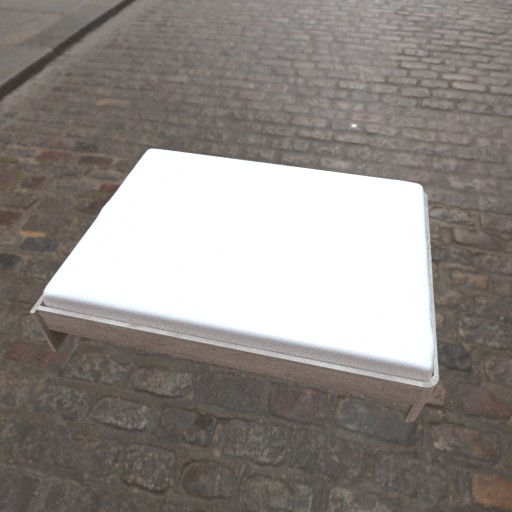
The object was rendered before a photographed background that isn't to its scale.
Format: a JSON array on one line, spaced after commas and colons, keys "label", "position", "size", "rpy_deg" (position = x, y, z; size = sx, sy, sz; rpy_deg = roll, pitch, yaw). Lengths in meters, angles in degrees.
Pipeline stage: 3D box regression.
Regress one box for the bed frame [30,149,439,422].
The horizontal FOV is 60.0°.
[{"label": "bed frame", "position": [0.000, 0.000, 2.627], "size": [1.950, 0.462, 1.490], "rpy_deg": [9, 46, 9]}]
